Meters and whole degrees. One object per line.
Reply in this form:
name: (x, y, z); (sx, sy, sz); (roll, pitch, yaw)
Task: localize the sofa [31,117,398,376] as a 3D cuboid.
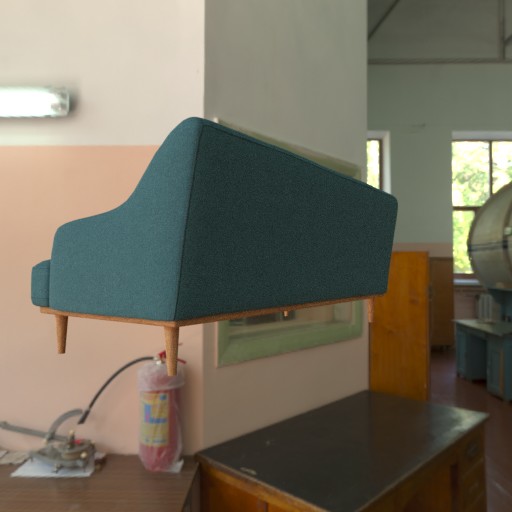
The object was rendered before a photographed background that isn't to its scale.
sofa: (0.000, 0.000, 2.464); (0.978, 0.871, 2.057); (-1, -2, 35)
